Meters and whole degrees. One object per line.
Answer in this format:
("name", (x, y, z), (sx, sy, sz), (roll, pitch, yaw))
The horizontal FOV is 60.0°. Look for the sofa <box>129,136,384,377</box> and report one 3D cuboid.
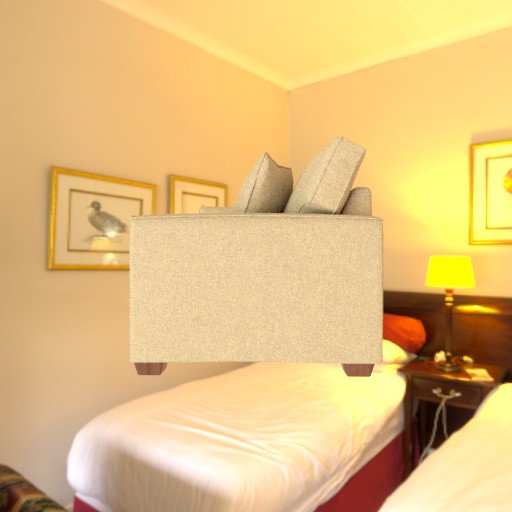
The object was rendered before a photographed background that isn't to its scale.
("sofa", (0.000, 0.000, 2.881), (1.061, 0.962, 2.317), (0, 0, 1))
